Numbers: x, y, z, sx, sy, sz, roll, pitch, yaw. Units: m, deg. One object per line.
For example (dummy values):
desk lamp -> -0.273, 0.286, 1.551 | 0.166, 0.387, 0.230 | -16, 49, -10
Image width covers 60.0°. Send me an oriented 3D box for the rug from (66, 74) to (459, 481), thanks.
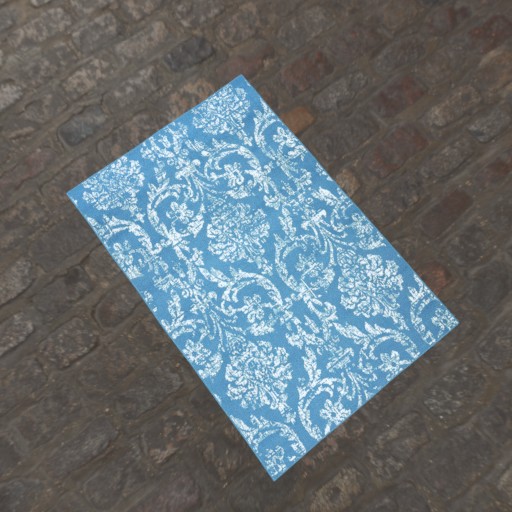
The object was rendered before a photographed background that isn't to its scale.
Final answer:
rug -> 0.000, 0.000, 2.344 | 1.211, 0.012, 1.833 | -37, 79, -8
